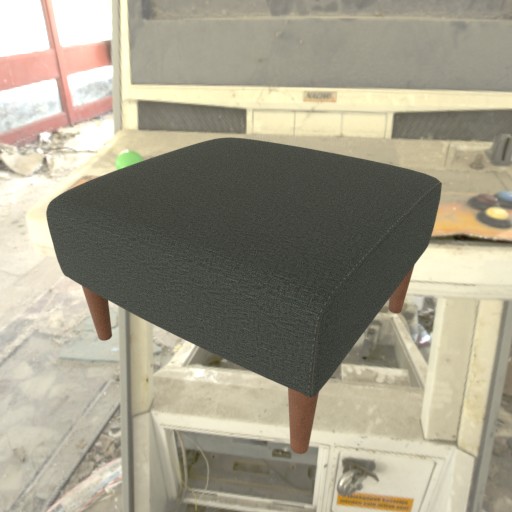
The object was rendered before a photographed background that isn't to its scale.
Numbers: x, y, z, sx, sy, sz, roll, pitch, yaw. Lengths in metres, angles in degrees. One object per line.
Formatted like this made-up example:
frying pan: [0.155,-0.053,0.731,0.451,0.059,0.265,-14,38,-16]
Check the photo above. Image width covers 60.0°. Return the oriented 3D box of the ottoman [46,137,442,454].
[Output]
ottoman: [0.000,0.000,1.047,0.650,0.398,0.649,19,35,30]
